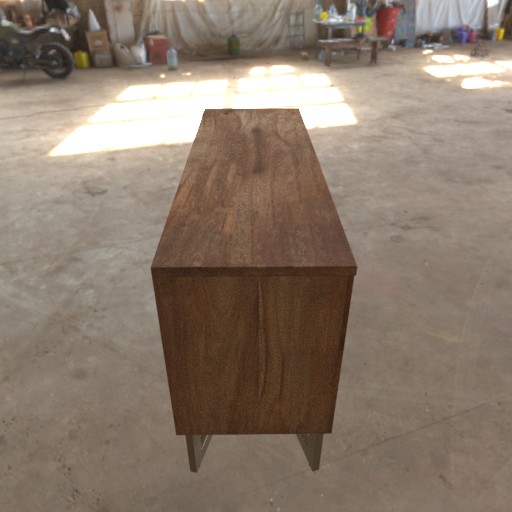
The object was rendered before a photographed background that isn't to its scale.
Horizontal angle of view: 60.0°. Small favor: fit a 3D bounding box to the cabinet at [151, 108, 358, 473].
[{"bbox_3d":[0.000,0.000,1.770,0.480,0.812,1.373,0,32,-1],"label":"cabinet"}]
